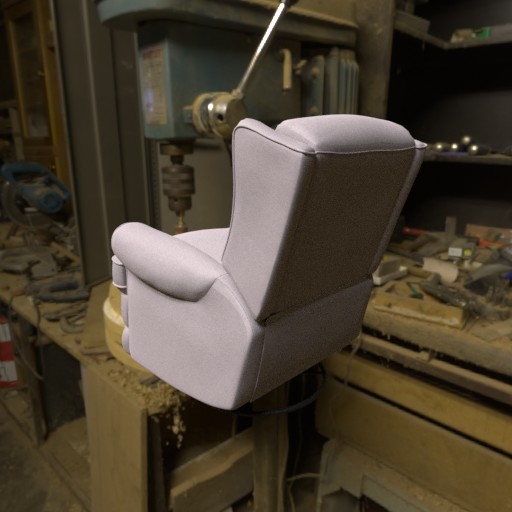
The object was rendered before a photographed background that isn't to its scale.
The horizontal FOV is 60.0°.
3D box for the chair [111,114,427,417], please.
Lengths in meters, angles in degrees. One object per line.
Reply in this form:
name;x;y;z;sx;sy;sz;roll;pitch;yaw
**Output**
chair;0.000;0.000;1.691;0.969;1.011;0.847;15;22;43
